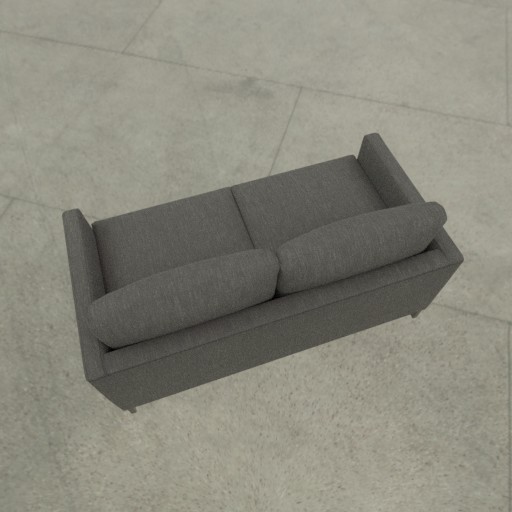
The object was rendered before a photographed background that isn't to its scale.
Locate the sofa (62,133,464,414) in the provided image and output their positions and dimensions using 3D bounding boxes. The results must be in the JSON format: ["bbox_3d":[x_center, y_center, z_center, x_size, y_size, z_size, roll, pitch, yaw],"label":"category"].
[{"bbox_3d":[0.000,0.000,2.189,1.682,0.840,0.875,-16,60,-10],"label":"sofa"}]
